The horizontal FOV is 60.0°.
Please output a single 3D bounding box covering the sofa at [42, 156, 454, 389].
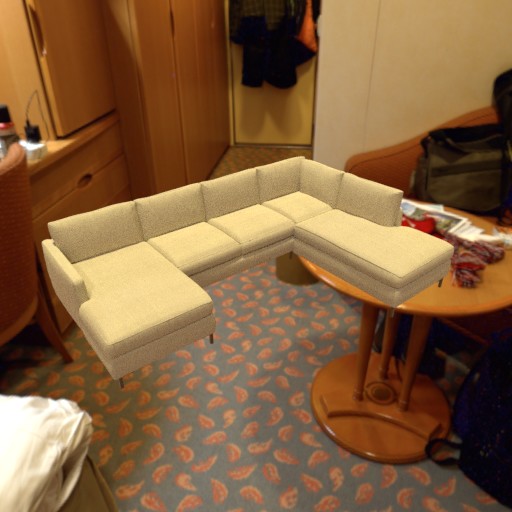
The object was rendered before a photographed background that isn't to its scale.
[{"bbox_3d":[0.000,0.000,3.532,2.737,0.756,1.879,-22,37,-33],"label":"sofa"}]
